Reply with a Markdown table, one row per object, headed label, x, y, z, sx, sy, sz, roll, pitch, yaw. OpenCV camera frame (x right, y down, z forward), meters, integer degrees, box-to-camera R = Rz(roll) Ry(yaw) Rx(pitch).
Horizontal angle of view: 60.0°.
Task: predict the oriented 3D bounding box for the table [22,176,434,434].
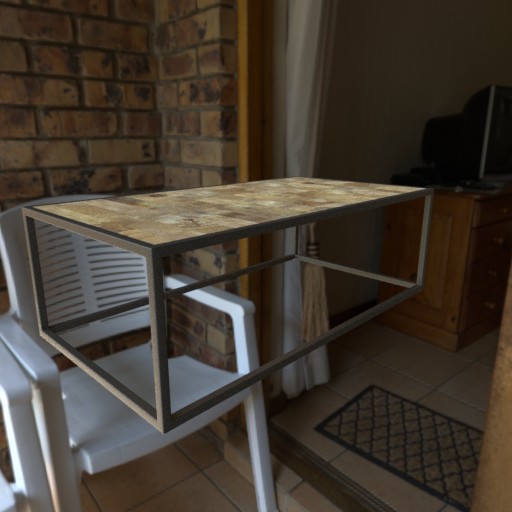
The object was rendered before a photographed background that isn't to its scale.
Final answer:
| label | x | y | z | sx | sy | sz | roll | pitch | yaw |
| --- | --- | --- | --- | --- | --- | --- | --- | --- | --- |
| table | 0.000 | 0.000 | 1.477 | 0.649 | 0.398 | 1.199 | 15 | 22 | 42 |
